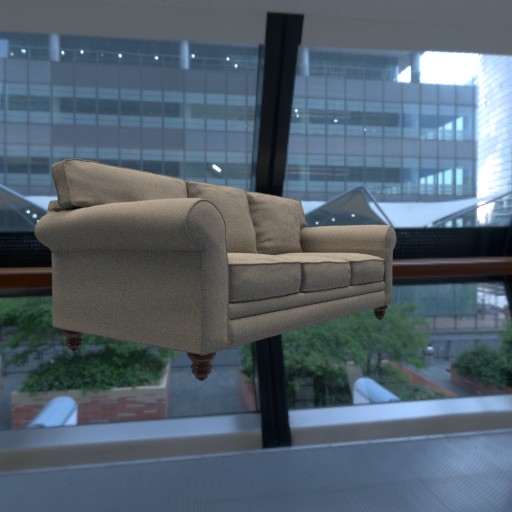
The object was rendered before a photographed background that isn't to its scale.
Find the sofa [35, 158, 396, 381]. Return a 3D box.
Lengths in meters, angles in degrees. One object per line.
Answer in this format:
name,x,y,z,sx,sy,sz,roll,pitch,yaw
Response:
sofa,0.000,0.000,2.582,0.998,0.889,2.118,0,1,36
